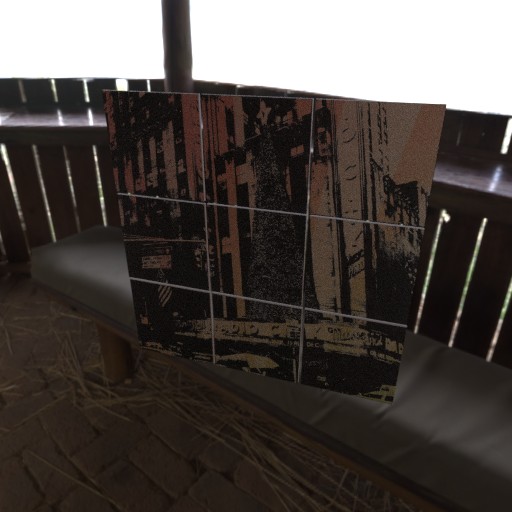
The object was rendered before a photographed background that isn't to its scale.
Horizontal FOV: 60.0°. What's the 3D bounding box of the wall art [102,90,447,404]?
[{"bbox_3d":[0.000,0.000,2.228,1.527,1.521,0.017,8,28,16],"label":"wall art"}]
